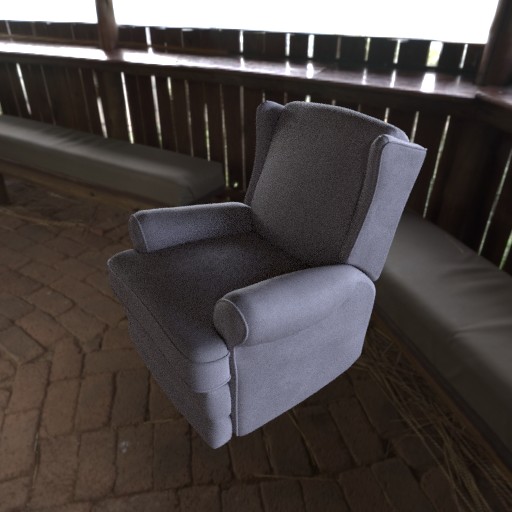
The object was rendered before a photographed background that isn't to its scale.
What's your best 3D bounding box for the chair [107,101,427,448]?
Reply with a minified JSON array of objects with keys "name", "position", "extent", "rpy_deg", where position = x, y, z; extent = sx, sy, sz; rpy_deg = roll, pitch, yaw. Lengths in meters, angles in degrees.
[{"name":"chair","position":[0.000,0.000,1.708],"extent":[0.969,1.011,0.847],"rpy_deg":[-20,36,-30]}]
